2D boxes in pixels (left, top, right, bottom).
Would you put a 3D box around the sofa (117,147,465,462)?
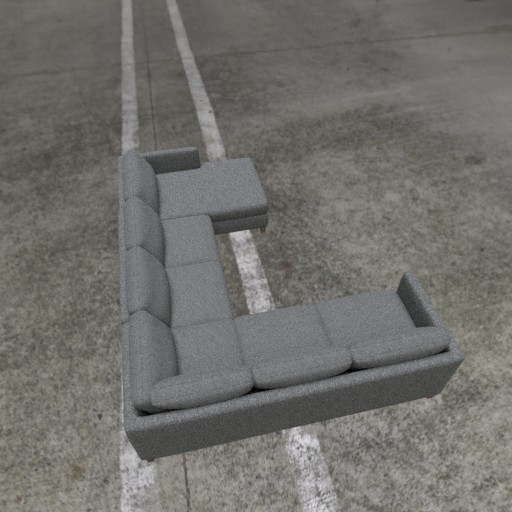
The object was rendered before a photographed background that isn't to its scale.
[{"bbox_3d":[0.000,0.000,4.373,2.551,0.853,3.238,-9,48,-9],"label":"sofa"}]
